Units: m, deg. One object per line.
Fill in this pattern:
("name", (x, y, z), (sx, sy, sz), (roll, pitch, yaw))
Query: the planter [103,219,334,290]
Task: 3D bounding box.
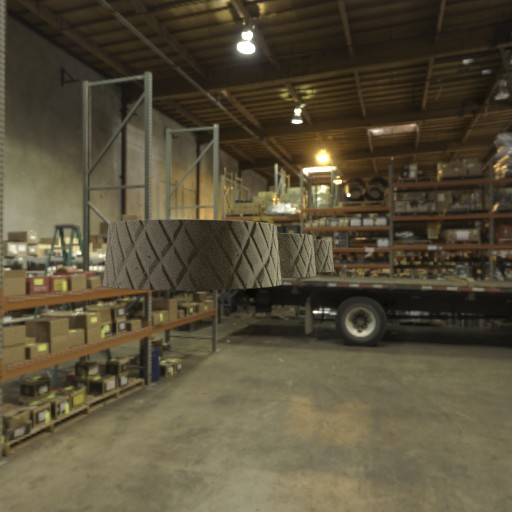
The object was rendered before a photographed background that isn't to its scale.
("planter", (0.000, 0.000, 0.422), (0.114, 0.038, 0.390), (0, 0, 17))
